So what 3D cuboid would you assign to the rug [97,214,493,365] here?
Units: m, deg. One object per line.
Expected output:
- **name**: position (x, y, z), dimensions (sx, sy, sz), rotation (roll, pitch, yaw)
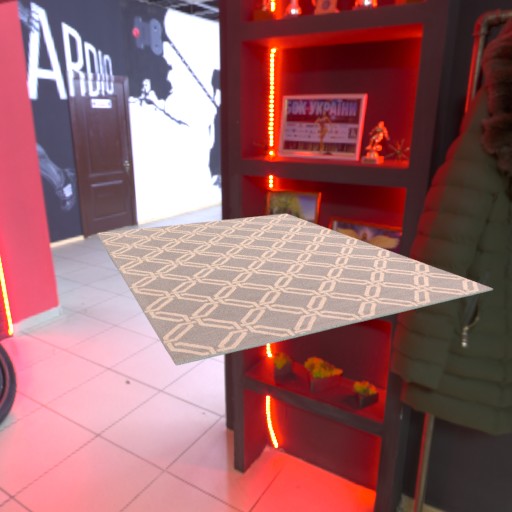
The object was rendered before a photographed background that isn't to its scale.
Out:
- **rug**: position (0.000, 0.000, 3.865), dimensions (2.288, 0.018, 2.895), rotation (-8, 19, -25)
